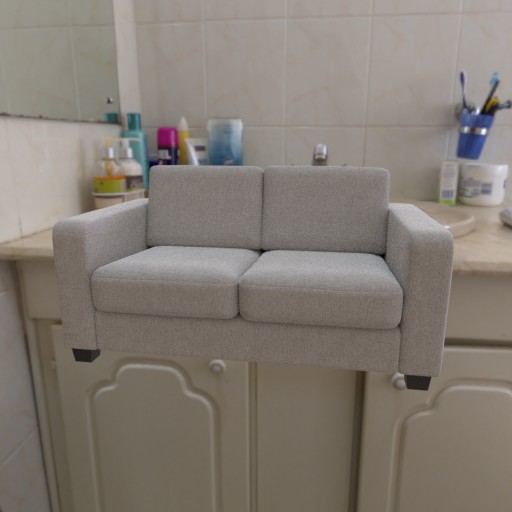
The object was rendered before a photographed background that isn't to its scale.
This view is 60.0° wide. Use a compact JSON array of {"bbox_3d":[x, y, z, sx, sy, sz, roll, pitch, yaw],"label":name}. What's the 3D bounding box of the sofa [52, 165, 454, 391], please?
[{"bbox_3d":[0.000,0.000,2.057,1.540,0.800,0.900,2,14,9],"label":"sofa"}]
